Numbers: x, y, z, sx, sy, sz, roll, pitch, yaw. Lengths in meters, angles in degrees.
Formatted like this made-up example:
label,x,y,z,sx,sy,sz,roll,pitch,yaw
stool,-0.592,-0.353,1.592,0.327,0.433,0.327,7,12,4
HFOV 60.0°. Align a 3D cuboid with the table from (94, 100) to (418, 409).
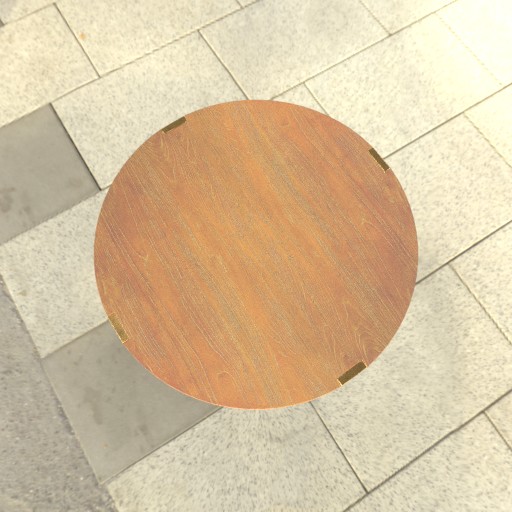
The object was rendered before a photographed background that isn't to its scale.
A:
label,x,y,z,sx,sy,sz,roll,pitch,yaw
table,0.000,0.000,1.716,1.100,0.420,1.100,0,74,0
